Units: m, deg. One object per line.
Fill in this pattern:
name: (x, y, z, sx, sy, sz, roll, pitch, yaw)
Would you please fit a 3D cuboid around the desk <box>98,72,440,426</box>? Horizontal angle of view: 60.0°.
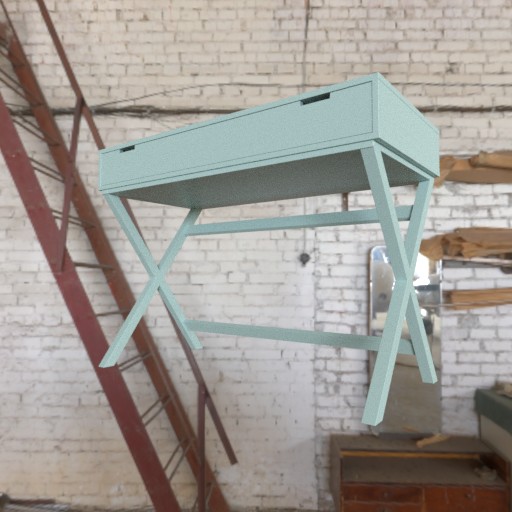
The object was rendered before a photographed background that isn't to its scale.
desk: (0.000, 0.000, 1.489, 1.059, 0.780, 0.509, -2, -3, 37)
